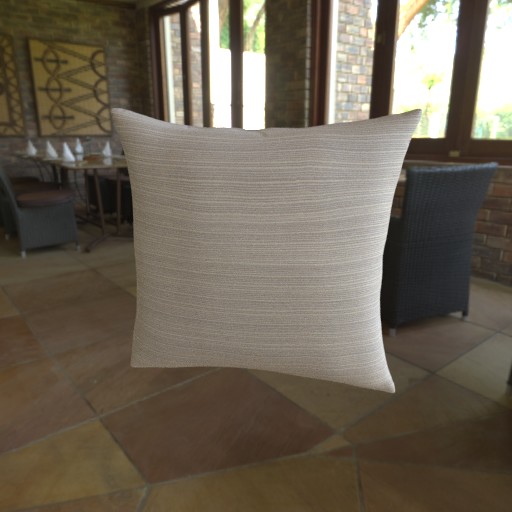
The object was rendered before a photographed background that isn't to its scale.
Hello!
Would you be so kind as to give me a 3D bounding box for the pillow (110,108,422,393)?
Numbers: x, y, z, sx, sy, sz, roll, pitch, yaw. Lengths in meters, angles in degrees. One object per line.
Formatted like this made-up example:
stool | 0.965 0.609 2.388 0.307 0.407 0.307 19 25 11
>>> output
pillow | 0.000 0.000 0.777 0.512 0.497 0.204 3 16 10
